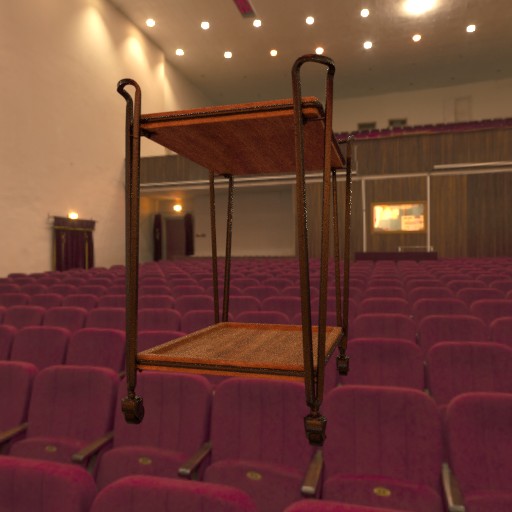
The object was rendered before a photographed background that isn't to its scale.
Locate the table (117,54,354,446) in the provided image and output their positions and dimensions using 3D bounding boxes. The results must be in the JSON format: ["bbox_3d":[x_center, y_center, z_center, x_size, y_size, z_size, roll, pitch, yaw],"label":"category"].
[{"bbox_3d":[0.000,0.000,1.244,0.505,0.785,0.672,0,-1,16],"label":"table"}]
